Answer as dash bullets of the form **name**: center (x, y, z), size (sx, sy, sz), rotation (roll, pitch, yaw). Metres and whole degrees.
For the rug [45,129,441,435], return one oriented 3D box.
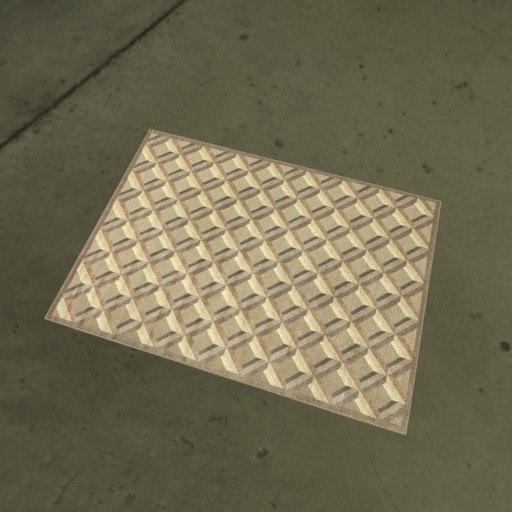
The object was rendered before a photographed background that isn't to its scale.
- **rug**: center (0.000, 0.000, 4.318), size (3.294, 0.018, 2.382), rotation (16, 64, 8)
